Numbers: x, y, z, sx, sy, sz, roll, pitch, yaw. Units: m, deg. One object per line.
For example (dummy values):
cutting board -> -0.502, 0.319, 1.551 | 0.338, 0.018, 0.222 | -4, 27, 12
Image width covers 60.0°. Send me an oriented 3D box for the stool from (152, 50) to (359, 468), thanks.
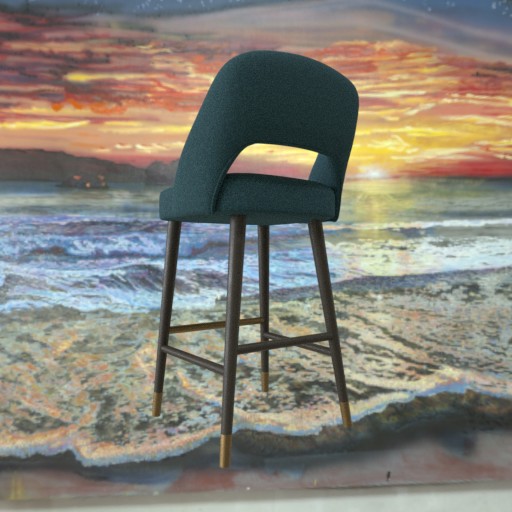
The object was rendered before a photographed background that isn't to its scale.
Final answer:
stool -> 0.000, 0.000, 1.353 | 0.536, 1.032, 0.522 | 0, 0, -36
